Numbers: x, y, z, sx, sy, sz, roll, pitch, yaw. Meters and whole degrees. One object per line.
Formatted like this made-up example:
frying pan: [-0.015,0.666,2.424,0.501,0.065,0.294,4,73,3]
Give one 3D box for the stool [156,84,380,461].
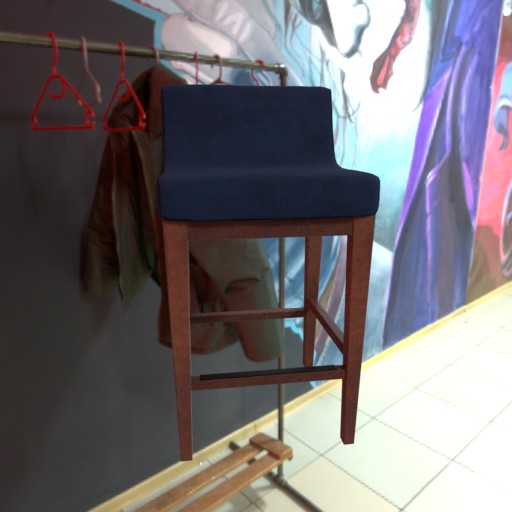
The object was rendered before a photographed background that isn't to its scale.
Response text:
stool: [0.000,0.000,1.253,0.511,0.945,0.516,-2,15,-8]
